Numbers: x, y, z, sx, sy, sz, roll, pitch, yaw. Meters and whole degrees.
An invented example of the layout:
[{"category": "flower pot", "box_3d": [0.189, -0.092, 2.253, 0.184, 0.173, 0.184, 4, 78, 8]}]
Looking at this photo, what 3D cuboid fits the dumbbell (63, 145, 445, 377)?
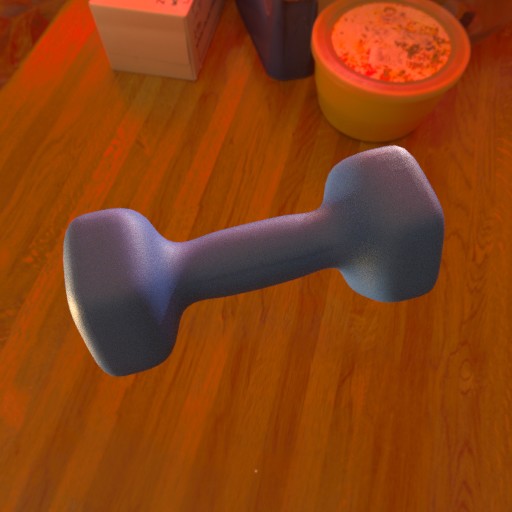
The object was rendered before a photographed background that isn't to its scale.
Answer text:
[{"category": "dumbbell", "box_3d": [0.000, 0.000, 0.270, 0.212, 0.093, 0.103, -13, 65, -6]}]
